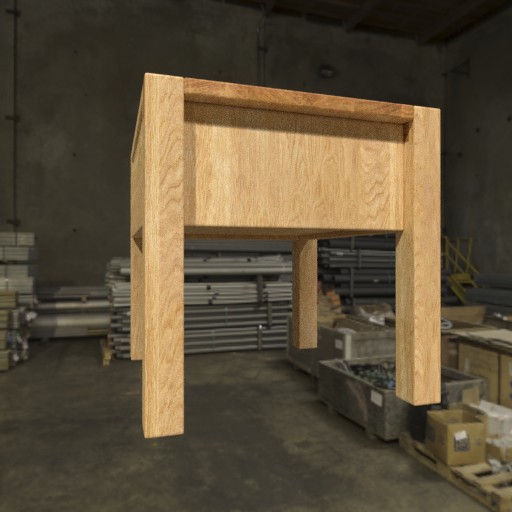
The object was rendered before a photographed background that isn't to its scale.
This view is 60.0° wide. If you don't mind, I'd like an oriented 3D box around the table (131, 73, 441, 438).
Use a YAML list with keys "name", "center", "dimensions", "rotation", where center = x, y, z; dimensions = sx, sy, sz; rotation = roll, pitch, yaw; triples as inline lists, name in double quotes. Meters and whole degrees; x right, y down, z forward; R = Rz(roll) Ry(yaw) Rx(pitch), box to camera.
- name: "table"
  center: [0.000, 0.000, 0.838]
  dimensions: [0.440, 0.450, 0.480]
  rotation: [0, 0, -18]
